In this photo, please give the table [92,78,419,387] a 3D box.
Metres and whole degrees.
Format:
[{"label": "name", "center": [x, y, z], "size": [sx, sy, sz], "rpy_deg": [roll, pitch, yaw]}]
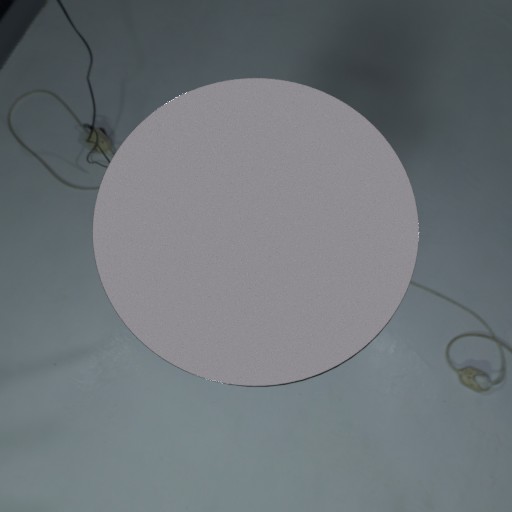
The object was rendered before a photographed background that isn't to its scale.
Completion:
[{"label": "table", "center": [0.000, 0.000, 0.892], "size": [0.499, 0.443, 0.499], "rpy_deg": [0, 74, 0]}]
